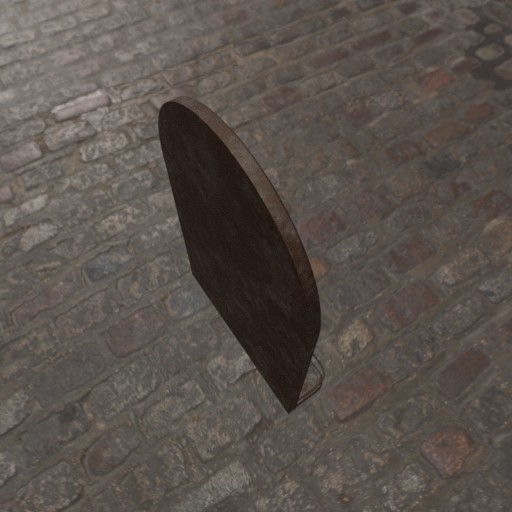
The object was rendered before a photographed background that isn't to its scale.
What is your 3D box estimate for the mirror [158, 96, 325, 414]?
[{"bbox_3d":[0.000,0.000,0.963,0.137,0.770,0.510,-30,63,-17],"label":"mirror"}]
